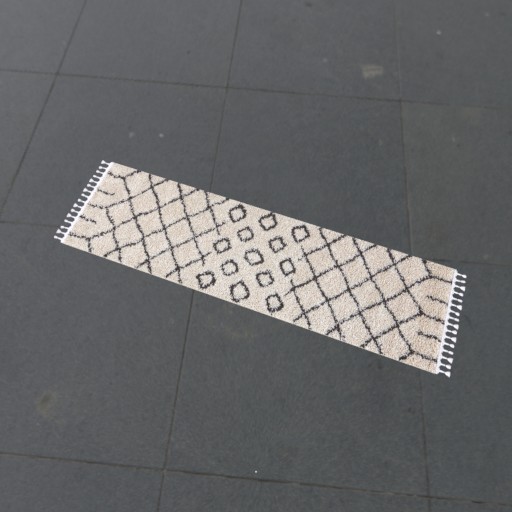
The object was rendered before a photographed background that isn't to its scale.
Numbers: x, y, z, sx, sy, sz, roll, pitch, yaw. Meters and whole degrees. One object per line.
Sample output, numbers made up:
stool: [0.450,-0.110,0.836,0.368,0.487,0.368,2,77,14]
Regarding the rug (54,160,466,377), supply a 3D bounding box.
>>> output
rug: [0.000,0.000,2.706,2.464,0.005,0.660,18,65,9]
